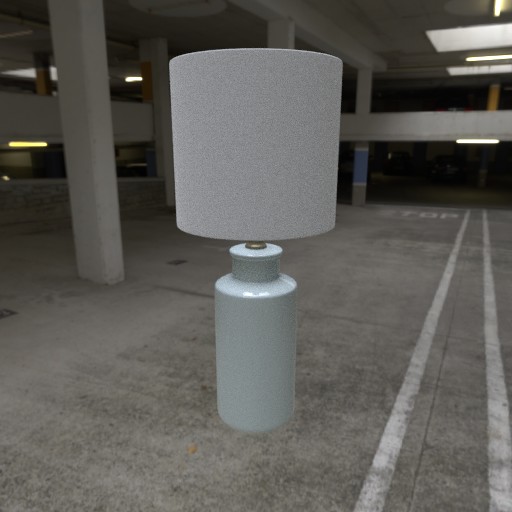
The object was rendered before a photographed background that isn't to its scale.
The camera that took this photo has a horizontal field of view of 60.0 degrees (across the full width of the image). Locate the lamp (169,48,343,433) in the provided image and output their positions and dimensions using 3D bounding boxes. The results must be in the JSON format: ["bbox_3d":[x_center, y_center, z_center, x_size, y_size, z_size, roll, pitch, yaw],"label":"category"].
[{"bbox_3d":[0.000,0.000,0.615,0.212,0.493,0.212,7,17,25],"label":"lamp"}]
